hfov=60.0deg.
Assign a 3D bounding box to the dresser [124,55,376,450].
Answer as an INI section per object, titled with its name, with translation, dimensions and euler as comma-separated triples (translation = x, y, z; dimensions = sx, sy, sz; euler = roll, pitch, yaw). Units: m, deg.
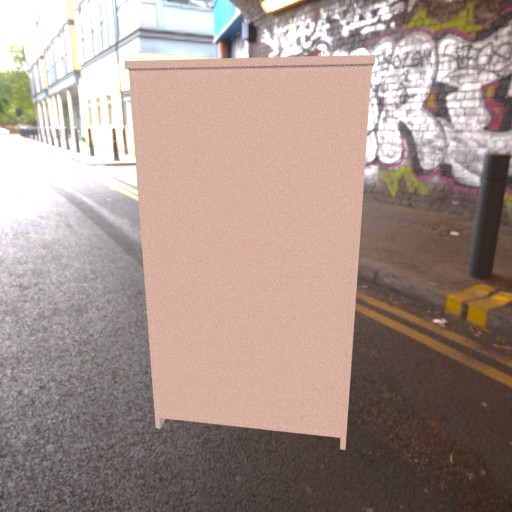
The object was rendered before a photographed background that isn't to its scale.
[dresser]
translation = 0.000, 0.000, 1.587
dimensions = 0.704, 1.255, 0.399
euler = 3, 17, 9
